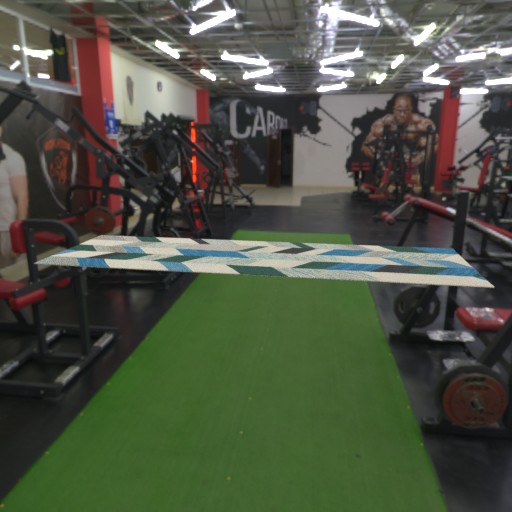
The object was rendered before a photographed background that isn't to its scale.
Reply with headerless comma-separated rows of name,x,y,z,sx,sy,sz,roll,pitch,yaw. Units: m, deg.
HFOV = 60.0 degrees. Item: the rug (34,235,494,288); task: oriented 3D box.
rug,0.000,0.000,2.673,2.437,0.008,0.774,3,15,9
